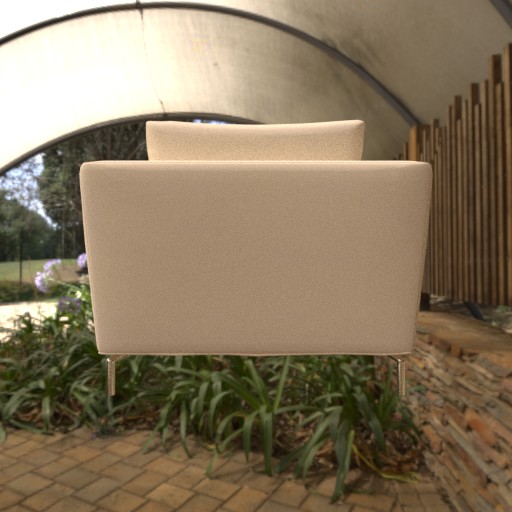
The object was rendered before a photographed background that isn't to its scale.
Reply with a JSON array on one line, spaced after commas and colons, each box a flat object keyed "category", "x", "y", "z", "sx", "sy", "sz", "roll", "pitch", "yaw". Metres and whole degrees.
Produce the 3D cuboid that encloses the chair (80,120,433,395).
[{"category": "chair", "x": 0.000, "y": 0.000, "z": 1.688, "sx": 1.041, "sy": 0.865, "sz": 0.889, "roll": 0, "pitch": -1, "yaw": 0}]
